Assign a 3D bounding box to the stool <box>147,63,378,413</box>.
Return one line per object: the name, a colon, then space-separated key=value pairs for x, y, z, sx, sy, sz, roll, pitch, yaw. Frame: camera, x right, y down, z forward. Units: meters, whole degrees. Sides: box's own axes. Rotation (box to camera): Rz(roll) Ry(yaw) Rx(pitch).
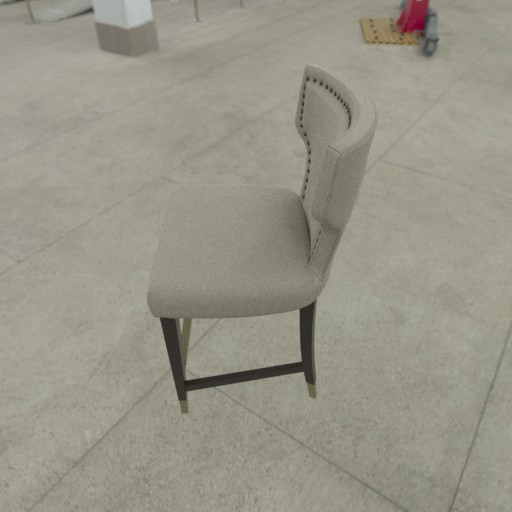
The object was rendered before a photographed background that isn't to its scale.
stool: x=0.000 y=0.000 z=1.360 sx=0.563 sy=0.982 sz=0.527 roll=0 pitch=41 yaw=0
